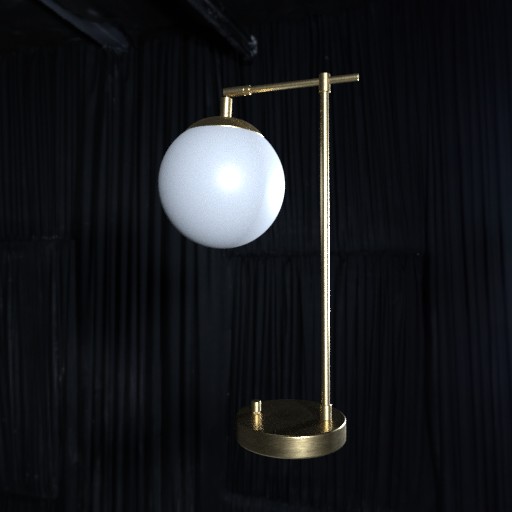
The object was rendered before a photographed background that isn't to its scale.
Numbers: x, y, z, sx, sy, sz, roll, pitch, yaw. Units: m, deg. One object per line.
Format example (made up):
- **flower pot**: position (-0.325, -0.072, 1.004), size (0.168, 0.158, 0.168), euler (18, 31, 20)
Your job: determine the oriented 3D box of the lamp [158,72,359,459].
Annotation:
- **lamp**: position (0.000, 0.000, 0.711), size (0.324, 0.559, 0.207), euler (0, -1, 17)
